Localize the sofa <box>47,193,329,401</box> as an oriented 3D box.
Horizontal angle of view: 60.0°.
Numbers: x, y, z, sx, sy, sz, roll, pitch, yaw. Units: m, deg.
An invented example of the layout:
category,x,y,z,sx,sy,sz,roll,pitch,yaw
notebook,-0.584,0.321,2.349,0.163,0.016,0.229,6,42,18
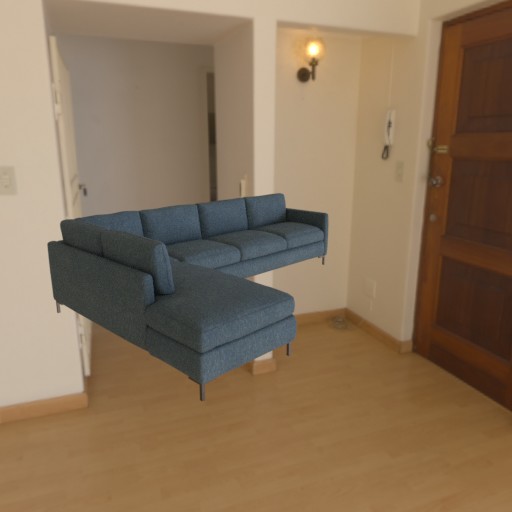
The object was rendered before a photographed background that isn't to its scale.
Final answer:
category,x,y,z,sx,sy,sz,roll,pitch,yaw
sofa,0.000,0.000,4.021,2.007,0.815,2.949,13,19,42
